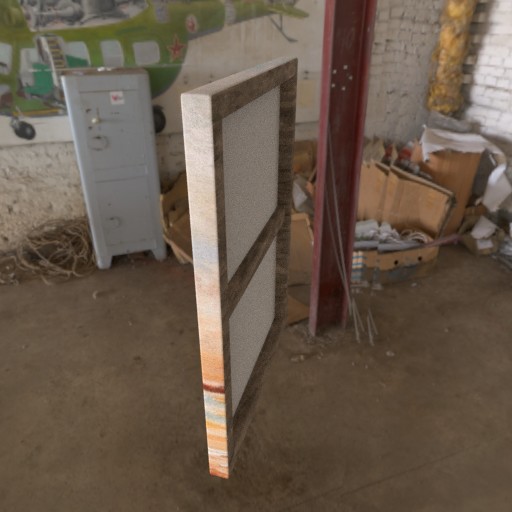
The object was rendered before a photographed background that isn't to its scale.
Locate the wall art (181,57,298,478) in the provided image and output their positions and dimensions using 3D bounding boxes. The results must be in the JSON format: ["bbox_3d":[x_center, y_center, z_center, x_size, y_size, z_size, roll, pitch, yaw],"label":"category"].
[{"bbox_3d":[0.000,0.000,0.777,0.035,0.605,0.443,8,30,14],"label":"wall art"}]
